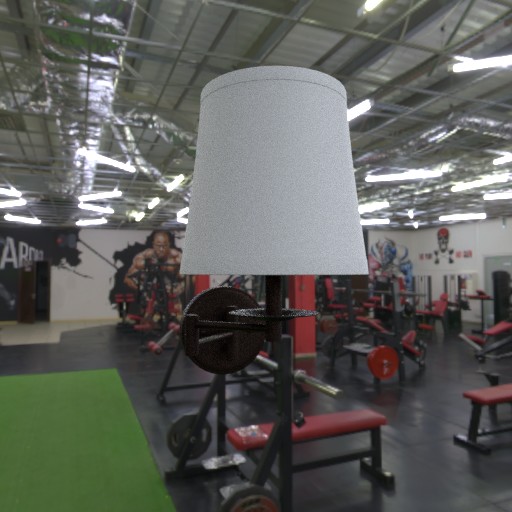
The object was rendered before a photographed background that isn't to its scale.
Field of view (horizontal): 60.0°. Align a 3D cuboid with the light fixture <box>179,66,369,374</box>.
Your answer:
[{"bbox_3d":[0.000,0.000,0.268,0.100,0.172,0.157,1,-2,-20],"label":"light fixture"}]
